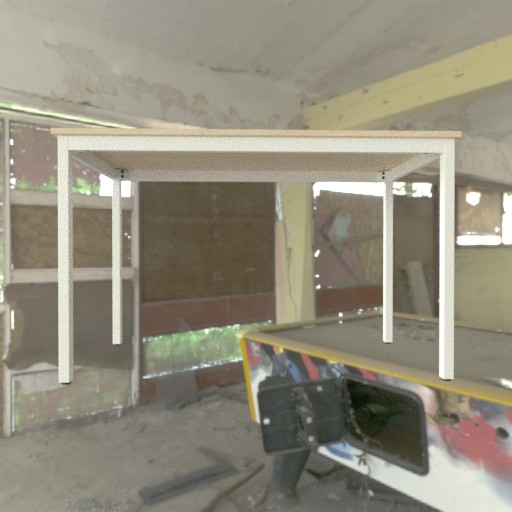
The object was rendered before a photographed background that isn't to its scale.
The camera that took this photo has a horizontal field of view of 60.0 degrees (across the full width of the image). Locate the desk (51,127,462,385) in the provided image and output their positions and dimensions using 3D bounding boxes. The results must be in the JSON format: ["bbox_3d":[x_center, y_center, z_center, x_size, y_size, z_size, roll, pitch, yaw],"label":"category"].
[{"bbox_3d":[0.000,0.000,1.596,1.200,0.750,0.600,0,1,-2],"label":"desk"}]
